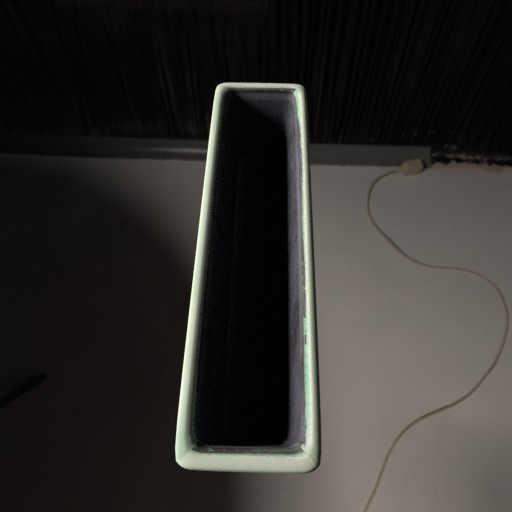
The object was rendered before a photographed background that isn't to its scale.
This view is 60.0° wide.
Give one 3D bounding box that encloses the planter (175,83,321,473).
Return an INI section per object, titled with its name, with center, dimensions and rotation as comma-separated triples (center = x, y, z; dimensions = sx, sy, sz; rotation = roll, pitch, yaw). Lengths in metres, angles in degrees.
[planter]
center = 0.000, 0.000, 0.307
dimensions = 0.072, 0.072, 0.275
rotation = 1, 59, 1
